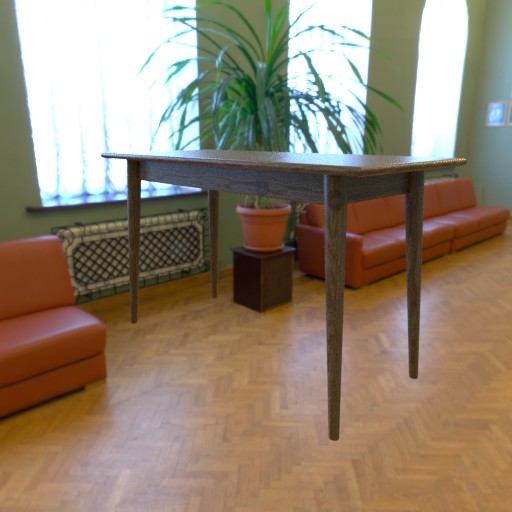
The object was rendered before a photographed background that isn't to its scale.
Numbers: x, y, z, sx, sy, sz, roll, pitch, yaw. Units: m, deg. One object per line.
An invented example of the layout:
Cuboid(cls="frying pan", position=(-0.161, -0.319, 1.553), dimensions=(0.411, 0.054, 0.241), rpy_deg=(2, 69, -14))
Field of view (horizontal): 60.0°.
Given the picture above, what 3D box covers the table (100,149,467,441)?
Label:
Cuboid(cls="table", position=(0.000, 0.000, 1.750), dimensions=(0.599, 0.780, 1.300), rpy_deg=(-14, 21, -42))
